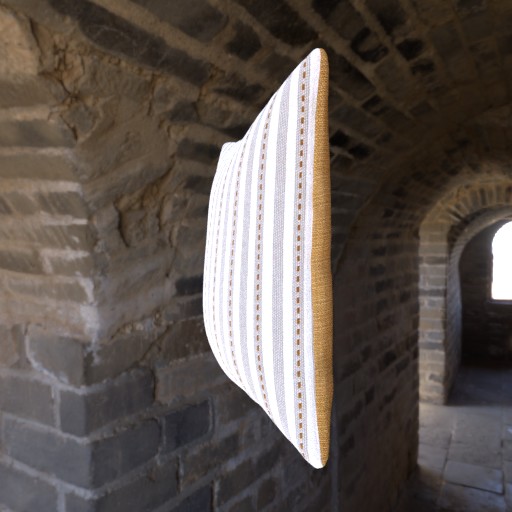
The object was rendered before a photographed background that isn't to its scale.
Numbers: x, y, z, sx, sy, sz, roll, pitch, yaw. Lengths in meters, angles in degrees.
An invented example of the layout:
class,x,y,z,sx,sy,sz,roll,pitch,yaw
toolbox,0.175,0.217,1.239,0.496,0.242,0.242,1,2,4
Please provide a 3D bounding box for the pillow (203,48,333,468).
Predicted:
class,x,y,z,sx,sy,sz,roll,pitch,yaw
pillow,0.000,0.000,0.658,0.147,0.437,0.432,0,1,-18
